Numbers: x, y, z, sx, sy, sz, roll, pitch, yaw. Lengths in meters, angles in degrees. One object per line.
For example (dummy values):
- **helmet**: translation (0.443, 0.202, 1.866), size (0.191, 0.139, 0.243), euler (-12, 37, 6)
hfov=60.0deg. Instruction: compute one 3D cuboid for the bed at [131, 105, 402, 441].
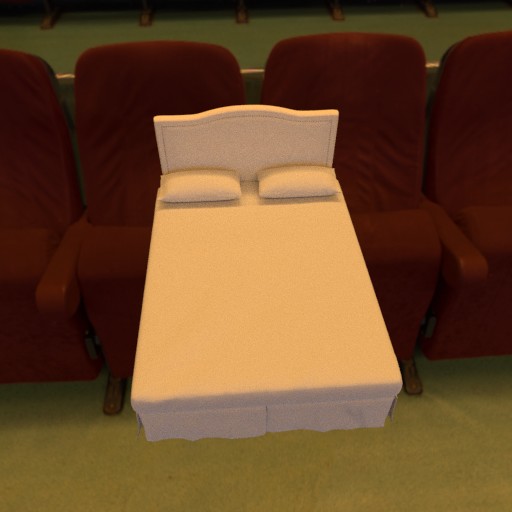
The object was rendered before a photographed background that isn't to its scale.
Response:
- **bed**: translation (0.000, 0.000, 3.712), size (1.977, 1.437, 2.477), euler (-3, 47, -3)
